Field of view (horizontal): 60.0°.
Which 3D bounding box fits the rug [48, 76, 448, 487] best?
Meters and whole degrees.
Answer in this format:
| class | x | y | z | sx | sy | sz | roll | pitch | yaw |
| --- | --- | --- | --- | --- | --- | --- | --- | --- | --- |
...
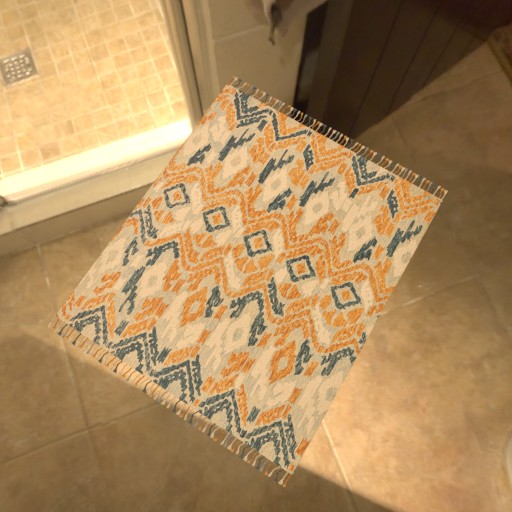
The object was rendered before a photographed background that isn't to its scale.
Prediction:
| class | x | y | z | sx | sy | sz | roll | pitch | yaw |
| --- | --- | --- | --- | --- | --- | --- | --- | --- | --- |
| rug | 0.000 | 0.000 | 4.071 | 2.439 | 0.010 | 3.048 | 31 | 77 | 8 |
